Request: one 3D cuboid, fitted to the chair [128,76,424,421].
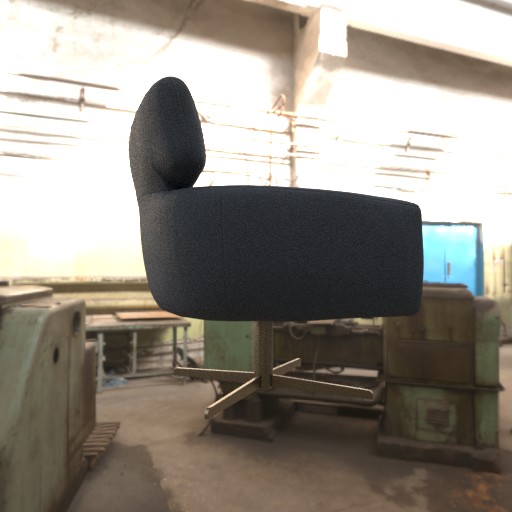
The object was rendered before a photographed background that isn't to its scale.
[{"bbox_3d":[0.000,0.000,1.376,0.761,0.813,0.738,1,-2,-20],"label":"chair"}]
